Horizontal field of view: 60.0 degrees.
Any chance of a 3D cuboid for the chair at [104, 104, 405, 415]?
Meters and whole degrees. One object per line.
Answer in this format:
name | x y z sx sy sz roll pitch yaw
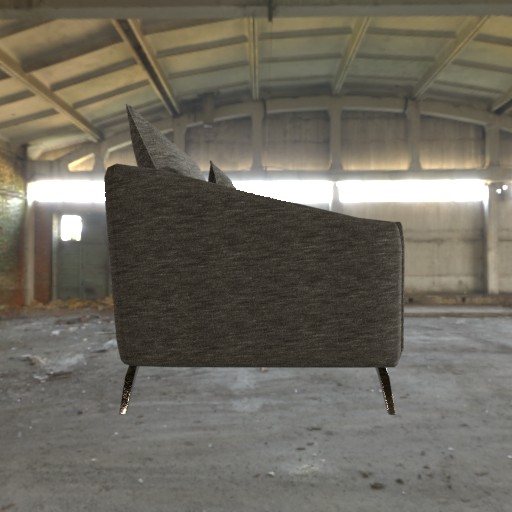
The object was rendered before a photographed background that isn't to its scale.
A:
chair | 0.000 0.000 1.622 0.805 0.842 1.004 0 -2 0
